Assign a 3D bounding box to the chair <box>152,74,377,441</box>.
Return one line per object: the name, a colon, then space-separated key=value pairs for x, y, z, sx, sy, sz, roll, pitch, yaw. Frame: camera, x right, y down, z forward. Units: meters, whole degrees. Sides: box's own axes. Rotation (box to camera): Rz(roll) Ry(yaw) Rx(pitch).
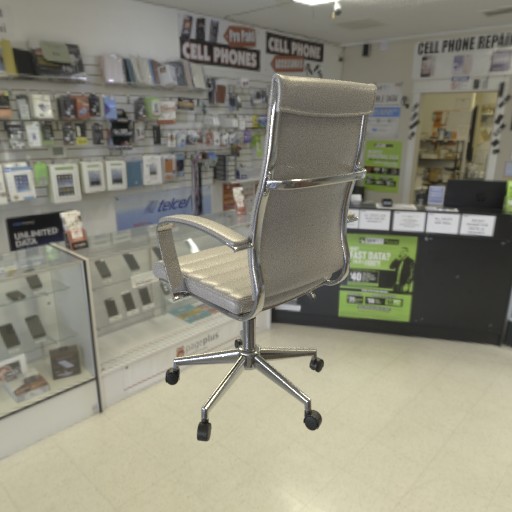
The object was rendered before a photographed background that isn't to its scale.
chair: x=0.000 y=0.000 z=1.594 sx=0.679 sy=1.149 sz=0.667 roll=-16 pitch=23 yaw=-42
